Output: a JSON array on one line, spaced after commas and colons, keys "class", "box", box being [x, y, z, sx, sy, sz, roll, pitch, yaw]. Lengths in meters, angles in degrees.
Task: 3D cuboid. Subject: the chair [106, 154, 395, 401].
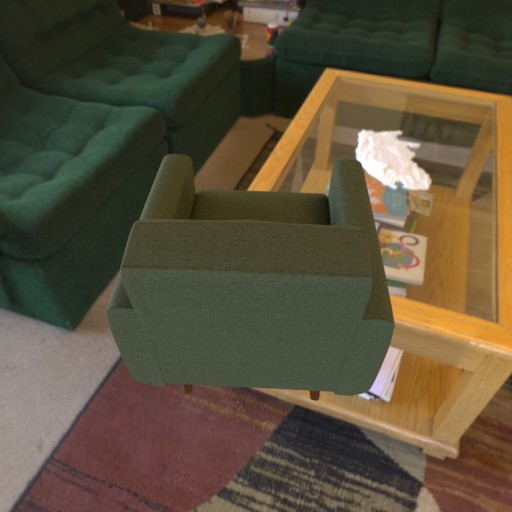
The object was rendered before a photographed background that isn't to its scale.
[{"class": "chair", "box": [0.000, 0.000, 1.593, 0.831, 0.841, 0.909, 2, 45, 2]}]
